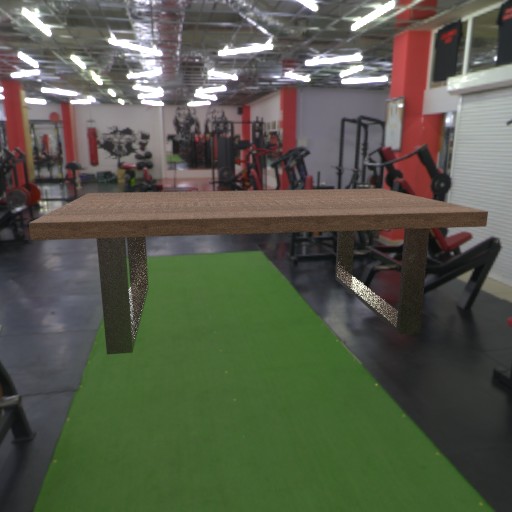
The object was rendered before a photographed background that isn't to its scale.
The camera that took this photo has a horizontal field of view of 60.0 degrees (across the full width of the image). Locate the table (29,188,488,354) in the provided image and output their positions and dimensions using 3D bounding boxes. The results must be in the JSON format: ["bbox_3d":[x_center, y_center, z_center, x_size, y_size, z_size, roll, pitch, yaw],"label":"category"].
[{"bbox_3d":[0.000,0.000,1.768,1.400,0.440,0.800,-2,14,-9],"label":"table"}]
